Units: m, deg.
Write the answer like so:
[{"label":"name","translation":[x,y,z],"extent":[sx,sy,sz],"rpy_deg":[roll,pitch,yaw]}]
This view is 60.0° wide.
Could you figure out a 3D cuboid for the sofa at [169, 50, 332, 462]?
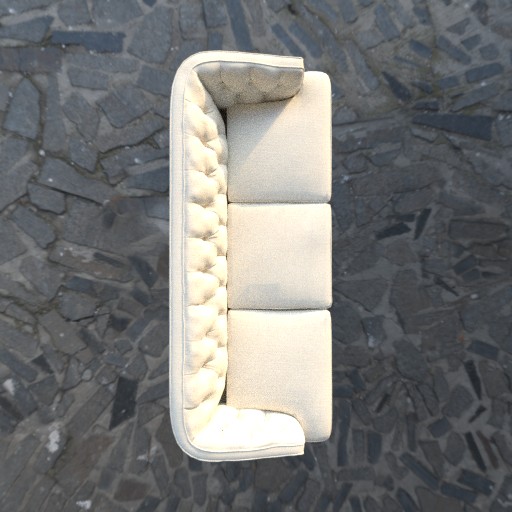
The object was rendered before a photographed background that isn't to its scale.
[{"label":"sofa","translation":[0.000,0.000,2.744],"extent":[0.941,0.855,2.278],"rpy_deg":[0,89,-1]}]
